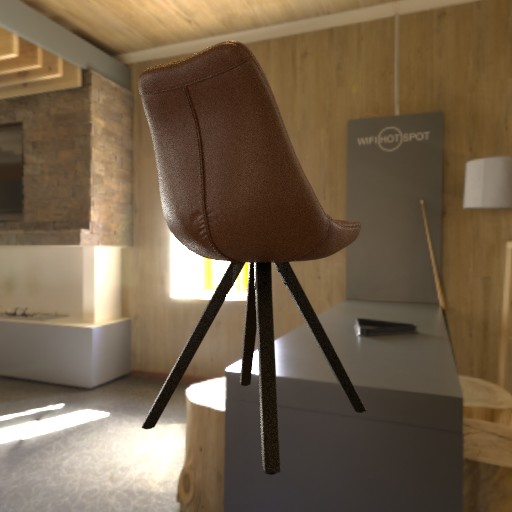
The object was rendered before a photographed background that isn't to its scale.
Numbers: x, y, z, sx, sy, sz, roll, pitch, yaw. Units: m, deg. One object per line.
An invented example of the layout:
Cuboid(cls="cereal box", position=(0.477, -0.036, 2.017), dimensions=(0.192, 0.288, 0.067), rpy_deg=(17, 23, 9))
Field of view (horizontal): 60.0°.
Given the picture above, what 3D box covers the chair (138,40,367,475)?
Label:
Cuboid(cls="chair", position=(0.000, 0.000, 1.147), dimensions=(0.475, 0.850, 0.550), rpy_deg=(1, 1, 36))
